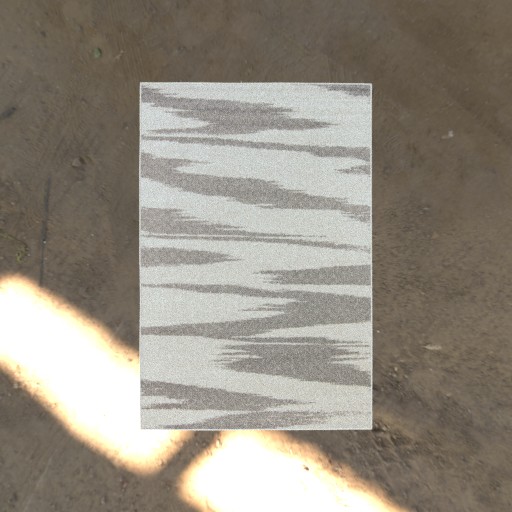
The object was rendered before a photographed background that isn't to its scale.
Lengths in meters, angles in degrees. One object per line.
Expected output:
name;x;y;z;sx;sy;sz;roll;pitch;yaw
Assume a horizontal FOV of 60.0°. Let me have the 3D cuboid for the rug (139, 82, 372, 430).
rug;0.000;0.000;2.330;1.225;0.008;1.827;0;90;0
